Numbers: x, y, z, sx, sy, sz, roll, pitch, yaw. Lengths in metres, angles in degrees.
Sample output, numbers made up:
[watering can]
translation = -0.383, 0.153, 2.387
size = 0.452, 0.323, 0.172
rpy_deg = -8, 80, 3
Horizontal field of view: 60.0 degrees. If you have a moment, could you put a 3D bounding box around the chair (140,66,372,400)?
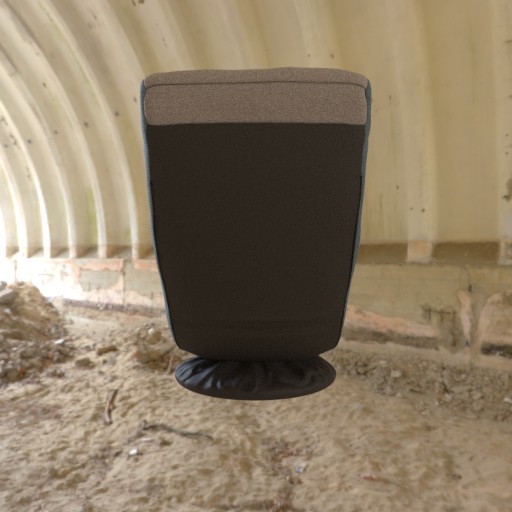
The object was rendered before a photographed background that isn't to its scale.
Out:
[chair]
translation = 0.000, 0.000, 1.052
size = 0.420, 0.641, 0.661
rpy_deg = 0, 0, 0
